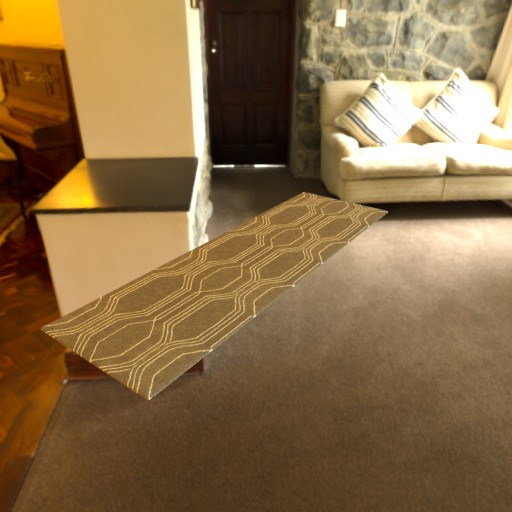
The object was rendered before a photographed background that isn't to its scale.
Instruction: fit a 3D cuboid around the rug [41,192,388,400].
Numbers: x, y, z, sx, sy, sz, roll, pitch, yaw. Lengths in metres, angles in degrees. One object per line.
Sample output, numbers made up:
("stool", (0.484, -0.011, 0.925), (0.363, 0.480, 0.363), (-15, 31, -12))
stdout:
("rug", (0.000, 0.000, 2.814), (0.773, 0.012, 2.464), (19, 33, 32))
